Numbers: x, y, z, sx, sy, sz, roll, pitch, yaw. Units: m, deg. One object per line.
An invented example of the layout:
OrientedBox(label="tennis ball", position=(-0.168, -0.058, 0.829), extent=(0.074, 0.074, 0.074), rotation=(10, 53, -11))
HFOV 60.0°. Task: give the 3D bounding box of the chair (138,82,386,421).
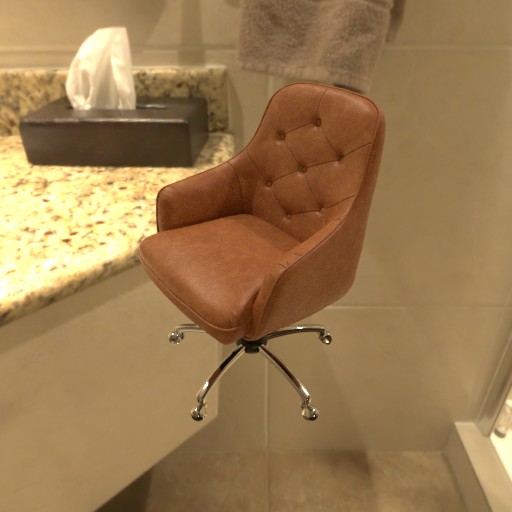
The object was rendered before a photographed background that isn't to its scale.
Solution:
OrientedBox(label="chair", position=(0.000, 0.000, 1.349), extent=(0.615, 0.909, 0.628), rotation=(-22, 38, -31))
